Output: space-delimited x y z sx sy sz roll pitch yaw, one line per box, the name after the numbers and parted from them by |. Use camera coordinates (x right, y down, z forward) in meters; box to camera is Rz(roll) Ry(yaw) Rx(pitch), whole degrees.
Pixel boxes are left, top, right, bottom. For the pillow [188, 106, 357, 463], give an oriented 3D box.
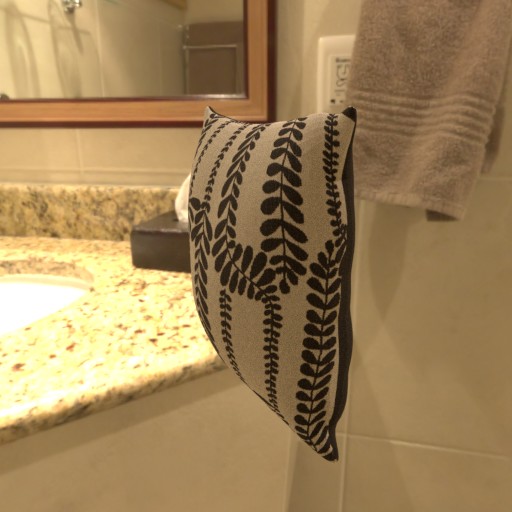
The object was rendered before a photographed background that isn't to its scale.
0.000 0.000 0.676 0.182 0.441 0.440 -8 19 -24 | pillow
